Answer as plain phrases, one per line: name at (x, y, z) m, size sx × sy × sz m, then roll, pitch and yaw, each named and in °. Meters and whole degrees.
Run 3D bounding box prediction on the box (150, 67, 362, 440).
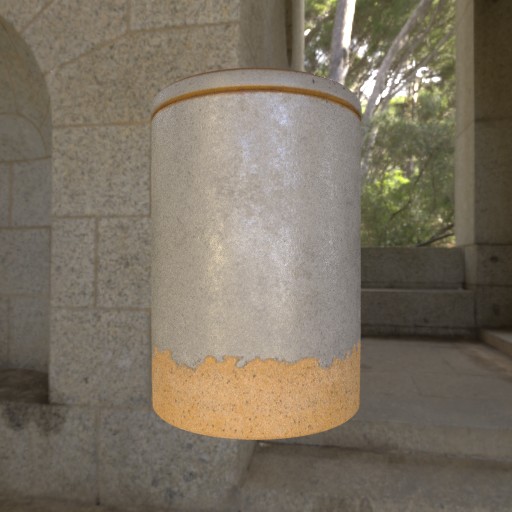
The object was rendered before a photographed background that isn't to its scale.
box at (0.000, 0.000, 0.252) m, size 0.118 × 0.168 × 0.118 m, roll 0°, pitch -1°, yaw 0°
